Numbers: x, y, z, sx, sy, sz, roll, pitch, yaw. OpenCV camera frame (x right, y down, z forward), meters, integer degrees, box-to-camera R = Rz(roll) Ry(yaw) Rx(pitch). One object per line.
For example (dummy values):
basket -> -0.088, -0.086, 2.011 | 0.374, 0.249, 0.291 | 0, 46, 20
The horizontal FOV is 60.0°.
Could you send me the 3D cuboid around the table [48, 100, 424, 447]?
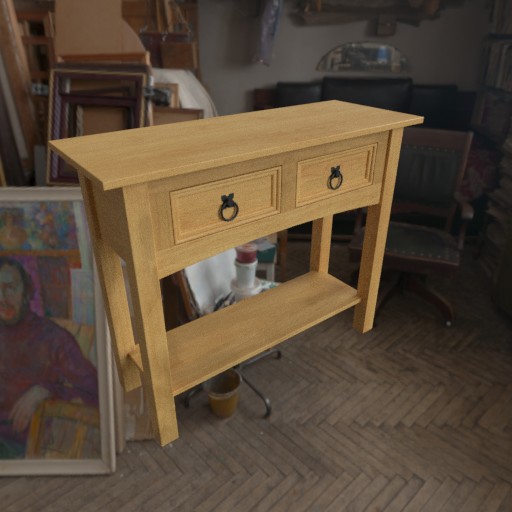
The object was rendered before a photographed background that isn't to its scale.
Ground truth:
table -> 0.000, 0.000, 1.275 | 0.900, 0.728, 0.340 | -20, 34, -32
